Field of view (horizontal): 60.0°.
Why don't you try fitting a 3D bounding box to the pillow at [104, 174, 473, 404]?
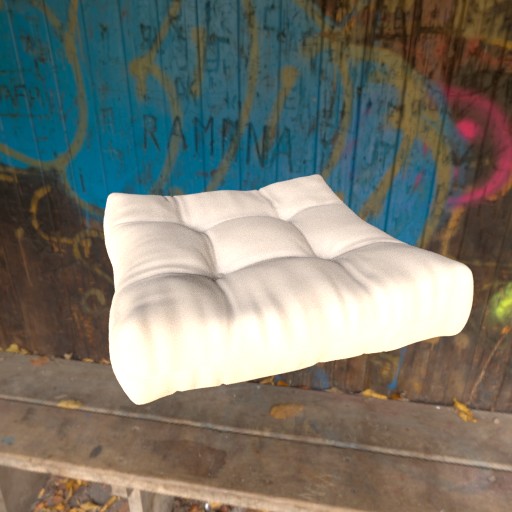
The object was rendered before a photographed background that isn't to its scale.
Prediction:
[{"bbox_3d":[0.000,0.000,0.724,0.468,0.128,0.490,-8,27,-16],"label":"pillow"}]
